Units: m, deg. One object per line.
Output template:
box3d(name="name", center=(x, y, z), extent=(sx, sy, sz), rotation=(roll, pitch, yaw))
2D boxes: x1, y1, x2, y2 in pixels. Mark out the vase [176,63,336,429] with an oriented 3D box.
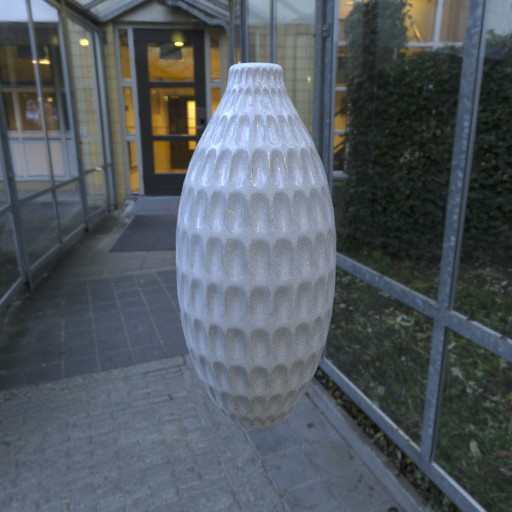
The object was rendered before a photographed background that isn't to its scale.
box3d(name="vase", center=(0.000, 0.000, 0.355), extent=(0.127, 0.282, 0.127), rotation=(0, 17, 0))
